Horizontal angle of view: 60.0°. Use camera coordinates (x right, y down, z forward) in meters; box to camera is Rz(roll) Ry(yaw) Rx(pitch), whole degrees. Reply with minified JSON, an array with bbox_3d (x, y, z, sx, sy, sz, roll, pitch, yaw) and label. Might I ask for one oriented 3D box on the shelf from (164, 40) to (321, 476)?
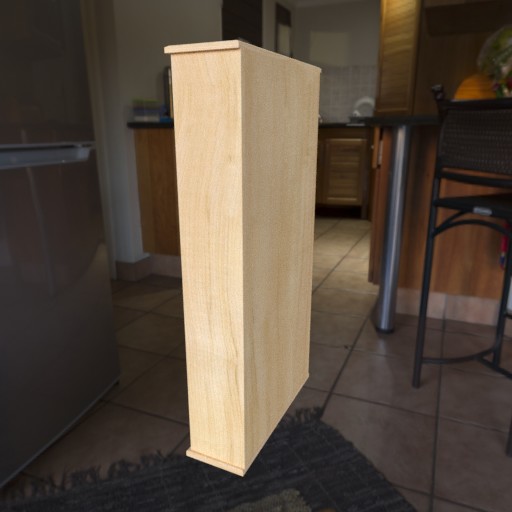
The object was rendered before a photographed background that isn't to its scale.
[{"bbox_3d":[0.000,0.000,1.256,0.175,1.030,0.520,8,19,24],"label":"shelf"}]
